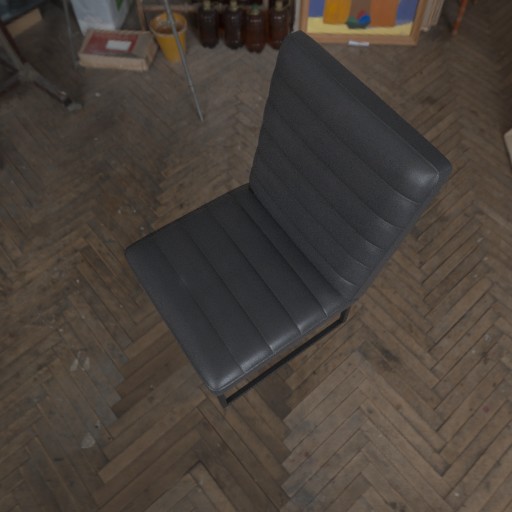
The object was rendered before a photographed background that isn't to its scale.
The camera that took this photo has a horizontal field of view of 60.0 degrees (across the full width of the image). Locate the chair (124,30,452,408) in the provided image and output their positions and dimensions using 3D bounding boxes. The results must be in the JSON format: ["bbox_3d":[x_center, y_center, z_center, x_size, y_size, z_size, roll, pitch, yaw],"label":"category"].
[{"bbox_3d":[0.000,0.000,1.289,0.634,0.930,0.520,-32,67,-15],"label":"chair"}]
